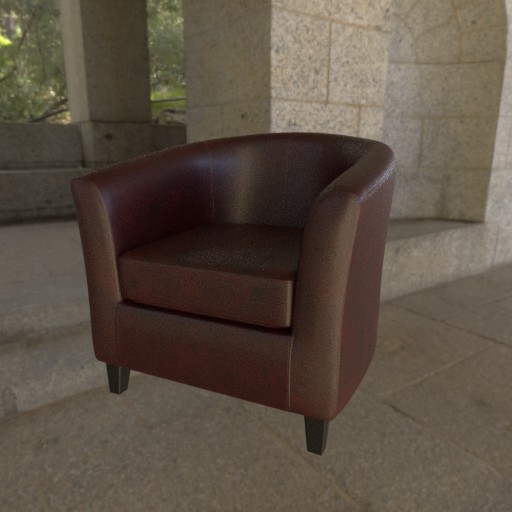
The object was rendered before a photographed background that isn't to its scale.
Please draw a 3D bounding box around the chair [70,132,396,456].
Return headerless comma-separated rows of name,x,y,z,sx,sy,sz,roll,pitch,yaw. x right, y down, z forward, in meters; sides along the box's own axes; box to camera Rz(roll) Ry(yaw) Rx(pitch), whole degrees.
chair,0.000,0.000,1.385,0.792,0.756,0.727,7,16,24
